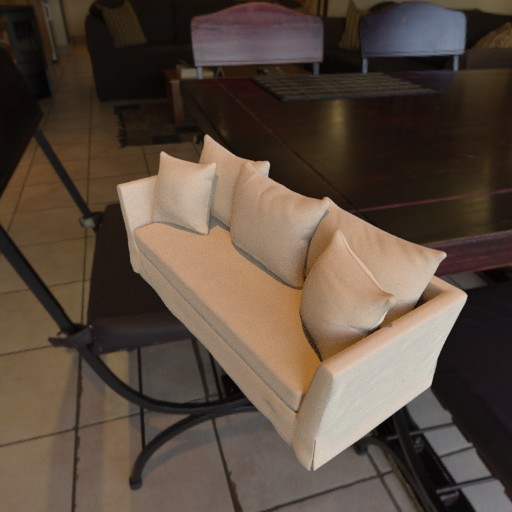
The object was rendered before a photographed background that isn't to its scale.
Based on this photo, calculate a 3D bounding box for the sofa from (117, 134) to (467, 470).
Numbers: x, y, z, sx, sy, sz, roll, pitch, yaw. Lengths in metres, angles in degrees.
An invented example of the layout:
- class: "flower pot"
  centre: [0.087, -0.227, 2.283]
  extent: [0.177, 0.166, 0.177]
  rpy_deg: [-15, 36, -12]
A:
- class: "sofa"
  centre: [0.000, 0.000, 3.058]
  extent: [1.046, 1.047, 2.499]
  rpy_deg: [-21, 37, -30]
